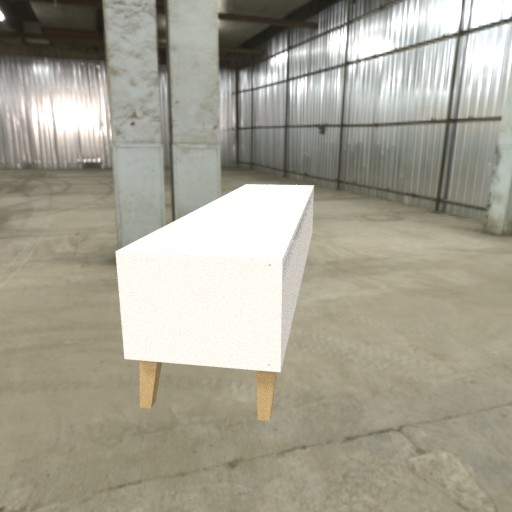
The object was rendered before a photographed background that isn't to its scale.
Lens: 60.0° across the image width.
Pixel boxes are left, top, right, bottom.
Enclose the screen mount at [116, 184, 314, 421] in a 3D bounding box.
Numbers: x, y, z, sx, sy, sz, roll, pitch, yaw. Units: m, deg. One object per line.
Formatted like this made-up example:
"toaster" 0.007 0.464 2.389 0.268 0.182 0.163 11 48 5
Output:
"screen mount" 0.000 0.000 1.860 0.399 0.432 1.644 2 15 9
